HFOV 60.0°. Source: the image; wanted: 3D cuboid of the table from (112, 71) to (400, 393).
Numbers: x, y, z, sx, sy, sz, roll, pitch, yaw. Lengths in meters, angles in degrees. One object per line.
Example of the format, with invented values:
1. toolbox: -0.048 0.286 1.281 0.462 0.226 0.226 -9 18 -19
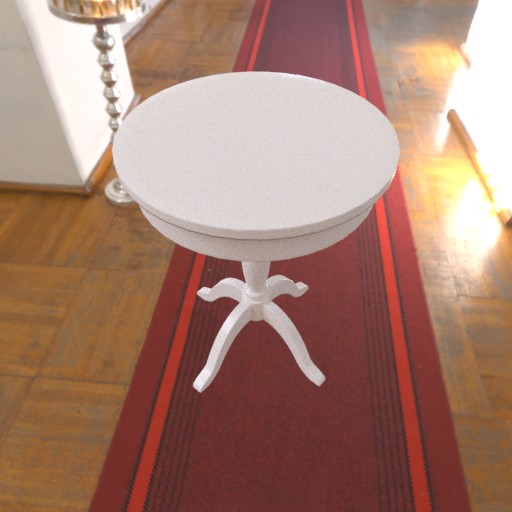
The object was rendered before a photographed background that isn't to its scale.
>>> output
1. table: 0.000 0.000 1.046 0.513 0.653 0.513 0 47 0
